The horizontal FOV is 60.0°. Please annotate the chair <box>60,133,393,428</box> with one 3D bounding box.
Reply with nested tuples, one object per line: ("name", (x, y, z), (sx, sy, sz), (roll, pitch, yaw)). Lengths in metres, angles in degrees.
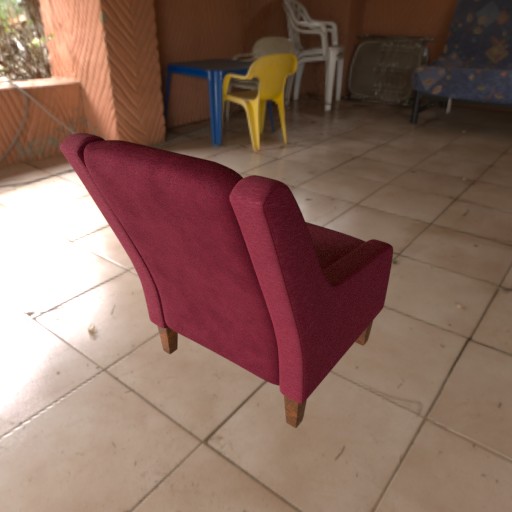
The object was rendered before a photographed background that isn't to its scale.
("chair", (0.000, 0.000, 1.722), (0.793, 1.017, 0.985), (20, 35, 32))
